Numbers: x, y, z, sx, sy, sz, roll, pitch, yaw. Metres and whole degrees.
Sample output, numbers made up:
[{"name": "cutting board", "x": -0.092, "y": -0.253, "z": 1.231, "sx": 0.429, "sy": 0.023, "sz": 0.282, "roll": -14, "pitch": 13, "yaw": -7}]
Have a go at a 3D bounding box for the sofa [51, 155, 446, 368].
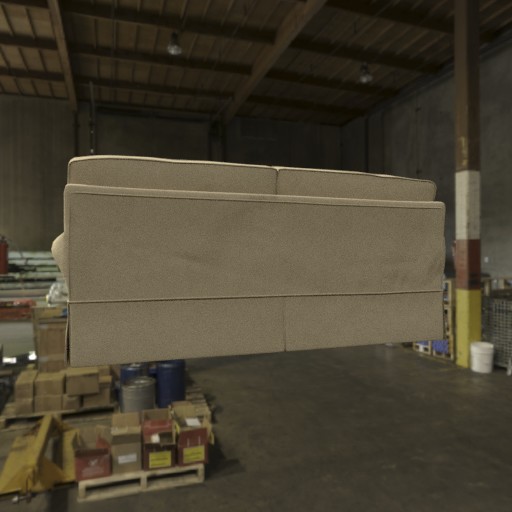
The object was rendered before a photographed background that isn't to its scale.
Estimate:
[{"name": "sofa", "x": 0.000, "y": 0.000, "z": 2.728, "sx": 2.246, "sy": 1.014, "sz": 0.900, "roll": 0, "pitch": 0, "yaw": -19}]
